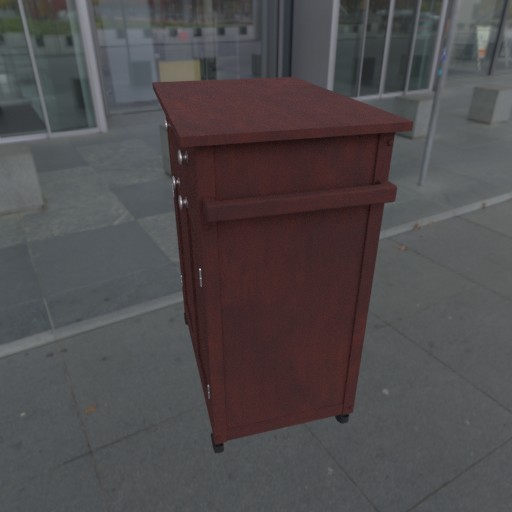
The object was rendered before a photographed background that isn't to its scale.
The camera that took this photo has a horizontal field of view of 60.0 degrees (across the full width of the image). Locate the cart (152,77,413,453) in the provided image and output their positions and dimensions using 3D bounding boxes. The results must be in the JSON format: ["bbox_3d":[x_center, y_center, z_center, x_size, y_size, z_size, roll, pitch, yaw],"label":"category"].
[{"bbox_3d":[0.000,0.000,1.271,0.442,0.864,0.683,-8,30,-13],"label":"cart"}]
